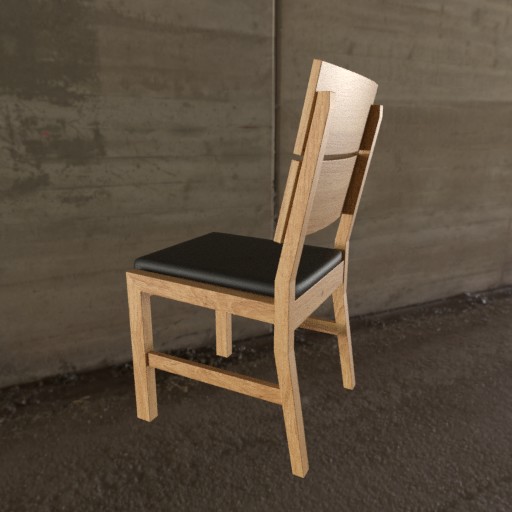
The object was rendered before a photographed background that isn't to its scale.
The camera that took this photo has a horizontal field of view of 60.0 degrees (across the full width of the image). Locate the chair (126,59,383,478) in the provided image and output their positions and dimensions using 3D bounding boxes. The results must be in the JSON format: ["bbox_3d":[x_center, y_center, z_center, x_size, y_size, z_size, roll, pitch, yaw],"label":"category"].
[{"bbox_3d":[0.000,0.000,1.277,0.569,0.950,0.475,8,17,26],"label":"chair"}]
